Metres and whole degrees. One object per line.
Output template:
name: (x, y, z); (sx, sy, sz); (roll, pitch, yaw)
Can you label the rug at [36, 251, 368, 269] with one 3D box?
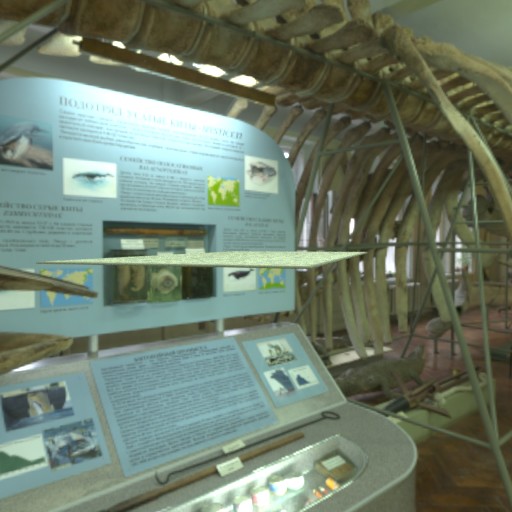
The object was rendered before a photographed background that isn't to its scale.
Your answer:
rug: (0.000, 0.000, 3.652); (1.546, 0.011, 3.048); (1, 2, 19)
